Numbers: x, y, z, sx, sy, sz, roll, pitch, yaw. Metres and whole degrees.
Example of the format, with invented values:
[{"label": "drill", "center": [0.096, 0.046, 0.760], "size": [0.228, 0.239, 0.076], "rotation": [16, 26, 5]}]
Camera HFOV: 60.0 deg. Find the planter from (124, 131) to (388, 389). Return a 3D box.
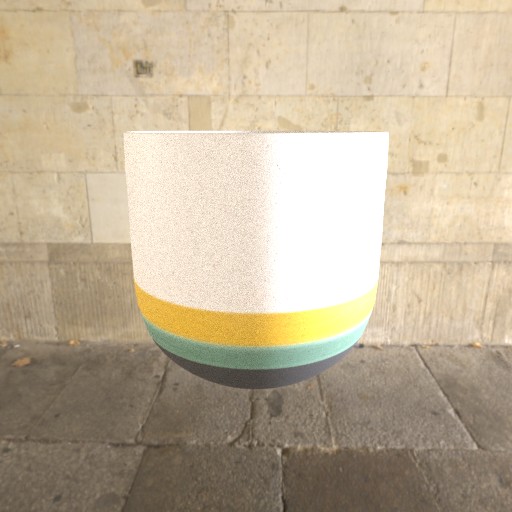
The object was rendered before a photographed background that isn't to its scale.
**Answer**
[{"label": "planter", "center": [0.000, 0.000, 0.499], "size": [0.268, 0.270, 0.268], "rotation": [0, 16, 0]}]
